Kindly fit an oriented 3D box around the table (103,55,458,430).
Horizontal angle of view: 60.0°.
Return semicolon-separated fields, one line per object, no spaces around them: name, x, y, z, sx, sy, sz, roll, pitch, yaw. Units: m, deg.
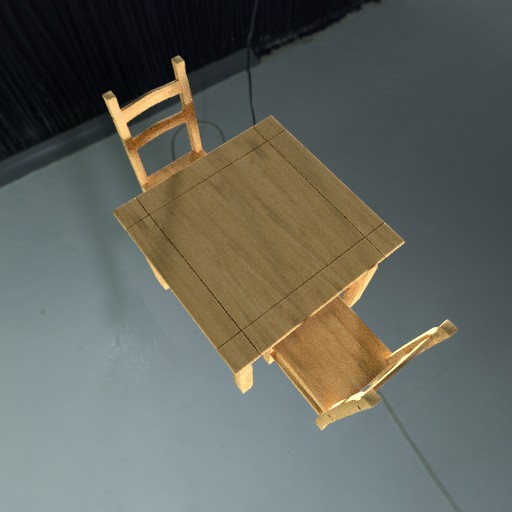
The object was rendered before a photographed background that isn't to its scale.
table;0.000;0.000;1.962;0.813;0.942;1.501;-35;69;-16
